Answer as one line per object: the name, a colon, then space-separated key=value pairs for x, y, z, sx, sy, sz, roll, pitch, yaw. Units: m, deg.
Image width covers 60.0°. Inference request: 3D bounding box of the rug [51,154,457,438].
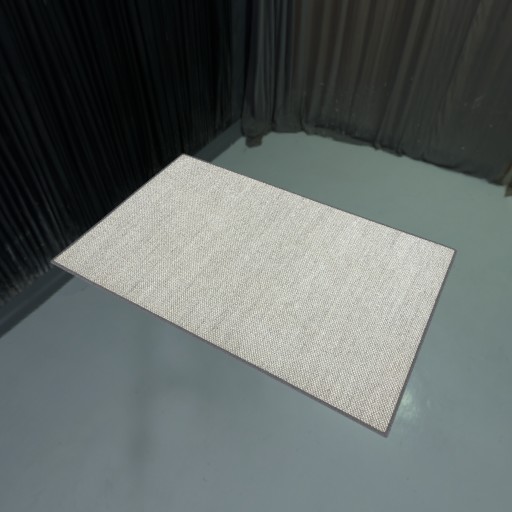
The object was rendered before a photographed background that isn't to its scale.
rug: x=0.000 y=0.000 z=2.151 sx=1.676 sy=0.013 sz=1.067 roll=23 pitch=50 yaw=20
